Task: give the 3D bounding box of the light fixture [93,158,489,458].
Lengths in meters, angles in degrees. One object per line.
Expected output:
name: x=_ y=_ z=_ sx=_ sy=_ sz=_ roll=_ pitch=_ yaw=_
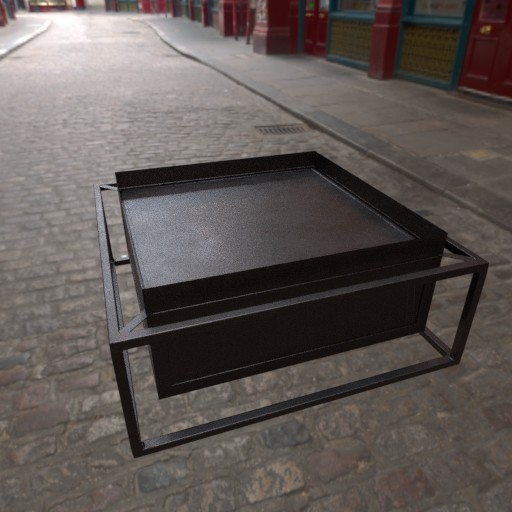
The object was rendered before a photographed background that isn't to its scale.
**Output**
light fixture: x=0.000 y=0.000 z=0.682 sx=0.441 sy=0.191 sz=0.441 roll=-10 pitch=31 yaw=-17
